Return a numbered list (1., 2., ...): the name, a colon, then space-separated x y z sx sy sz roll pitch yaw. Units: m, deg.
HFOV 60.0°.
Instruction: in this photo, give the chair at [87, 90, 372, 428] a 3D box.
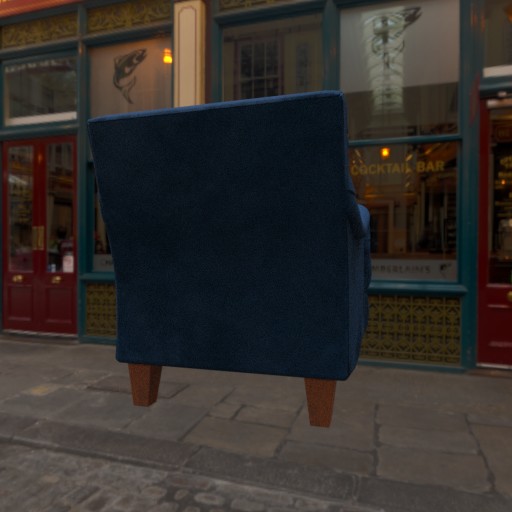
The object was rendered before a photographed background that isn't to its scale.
1. chair: 0.000 0.000 1.826 0.895 1.076 1.078 0 0 17
